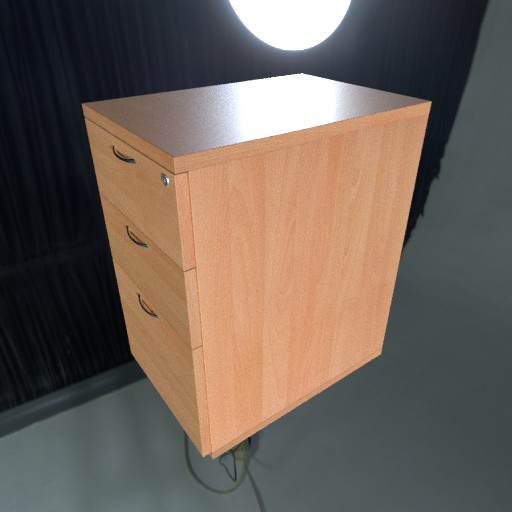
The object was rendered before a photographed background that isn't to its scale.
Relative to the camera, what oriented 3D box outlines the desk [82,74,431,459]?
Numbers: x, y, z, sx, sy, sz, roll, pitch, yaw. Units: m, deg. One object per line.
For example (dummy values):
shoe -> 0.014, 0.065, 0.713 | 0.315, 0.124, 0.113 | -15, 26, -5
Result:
desk -> 0.000, 0.000, 1.091 | 0.600, 0.730, 0.404 | -21, 37, -30
